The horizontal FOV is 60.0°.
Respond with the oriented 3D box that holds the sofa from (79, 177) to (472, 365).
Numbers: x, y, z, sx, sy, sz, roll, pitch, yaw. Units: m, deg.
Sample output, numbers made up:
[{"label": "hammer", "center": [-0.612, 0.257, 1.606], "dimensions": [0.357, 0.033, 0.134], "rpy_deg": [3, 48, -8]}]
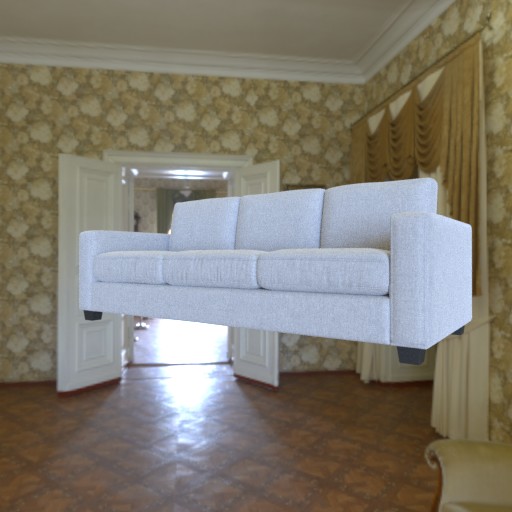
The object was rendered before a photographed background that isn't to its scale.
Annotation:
[{"label": "sofa", "center": [0.000, 0.000, 2.536], "dimensions": [2.120, 0.800, 0.900], "rpy_deg": [0, 0, 35]}]
